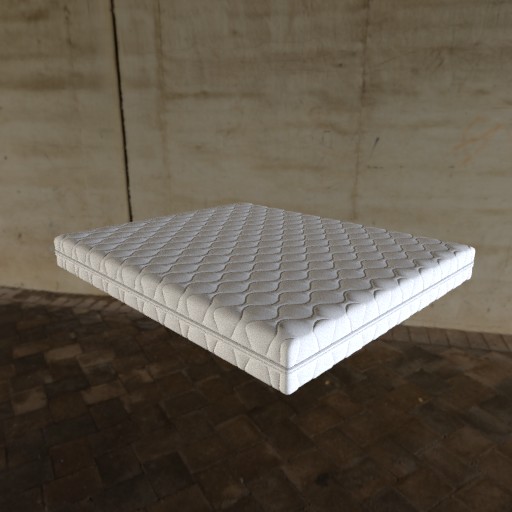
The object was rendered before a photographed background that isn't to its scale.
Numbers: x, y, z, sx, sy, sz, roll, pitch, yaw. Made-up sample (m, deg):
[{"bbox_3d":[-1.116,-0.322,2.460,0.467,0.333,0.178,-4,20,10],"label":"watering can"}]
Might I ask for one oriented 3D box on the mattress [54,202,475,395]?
[{"bbox_3d":[0.000,0.000,2.607,1.600,0.200,1.900,-17,24,-42],"label":"mattress"}]
